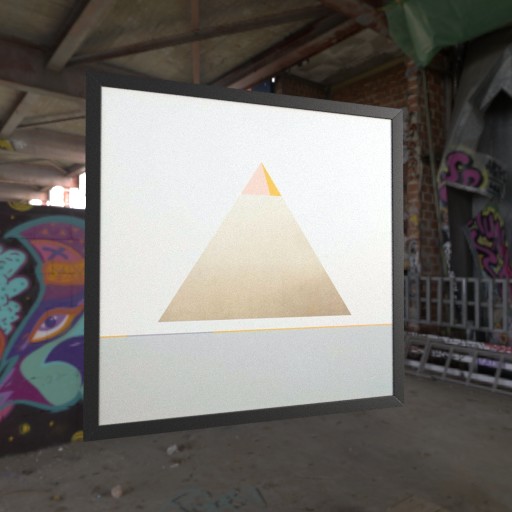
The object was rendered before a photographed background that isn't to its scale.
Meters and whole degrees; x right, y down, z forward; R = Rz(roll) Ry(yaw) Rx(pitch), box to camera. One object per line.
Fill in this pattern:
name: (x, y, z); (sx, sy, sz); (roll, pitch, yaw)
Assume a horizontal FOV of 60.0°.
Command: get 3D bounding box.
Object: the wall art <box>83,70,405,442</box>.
wall art: (0.000, 0.000, 0.424); (0.304, 0.303, 0.037); (0, -1, -18)
